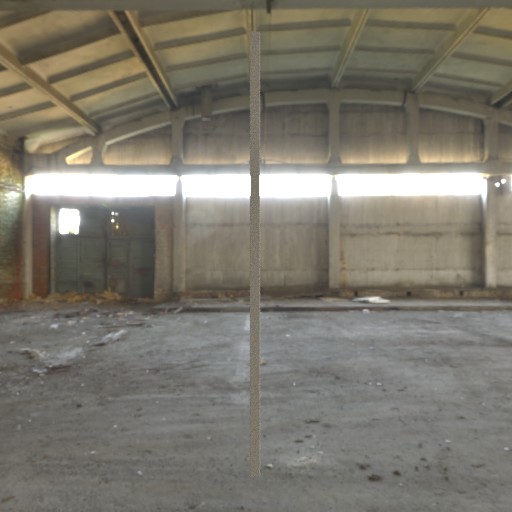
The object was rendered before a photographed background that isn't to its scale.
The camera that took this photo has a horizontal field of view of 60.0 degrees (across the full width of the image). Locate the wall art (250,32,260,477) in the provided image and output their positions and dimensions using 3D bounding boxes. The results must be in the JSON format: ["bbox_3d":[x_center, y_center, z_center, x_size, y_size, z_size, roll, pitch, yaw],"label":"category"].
[{"bbox_3d":[0.000,0.000,0.987,0.015,0.660,0.660,0,-1,0],"label":"wall art"}]
